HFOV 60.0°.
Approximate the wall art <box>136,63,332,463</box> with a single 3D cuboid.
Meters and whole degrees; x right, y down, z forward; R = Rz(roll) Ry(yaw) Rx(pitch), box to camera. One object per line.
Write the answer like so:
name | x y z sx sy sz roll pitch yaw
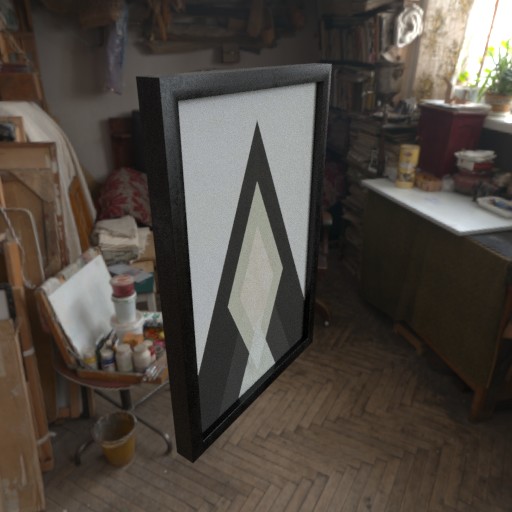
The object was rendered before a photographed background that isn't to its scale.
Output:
wall art | 0.000 0.000 0.587 0.031 0.457 0.313 17 31 32
